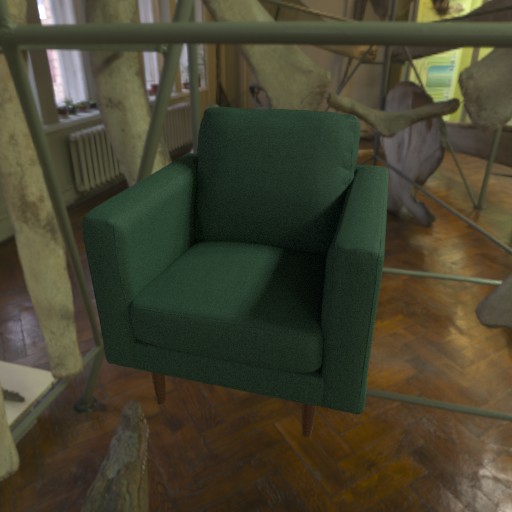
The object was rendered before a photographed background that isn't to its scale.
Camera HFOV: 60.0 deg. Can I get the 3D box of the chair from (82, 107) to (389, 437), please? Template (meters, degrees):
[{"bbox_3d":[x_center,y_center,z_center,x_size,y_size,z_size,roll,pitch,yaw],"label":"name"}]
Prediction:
[{"bbox_3d":[0.000,0.000,1.572,0.855,0.927,0.800,7,27,14],"label":"chair"}]
